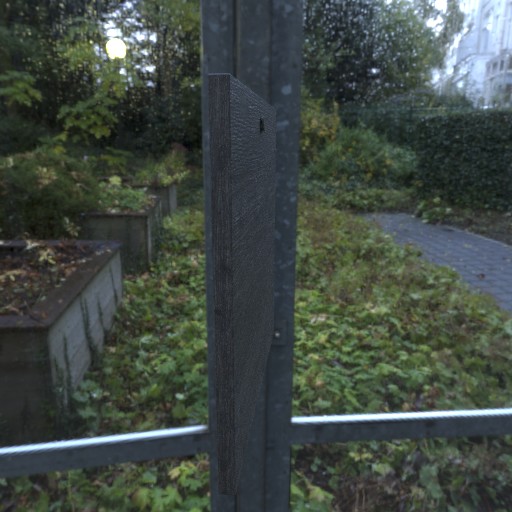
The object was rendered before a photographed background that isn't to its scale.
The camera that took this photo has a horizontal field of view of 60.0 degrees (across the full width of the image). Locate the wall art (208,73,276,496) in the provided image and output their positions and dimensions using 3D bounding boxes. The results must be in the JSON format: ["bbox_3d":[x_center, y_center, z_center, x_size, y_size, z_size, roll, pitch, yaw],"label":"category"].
[{"bbox_3d":[0.000,0.000,0.681,0.027,0.459,0.462,2,14,8],"label":"wall art"}]
